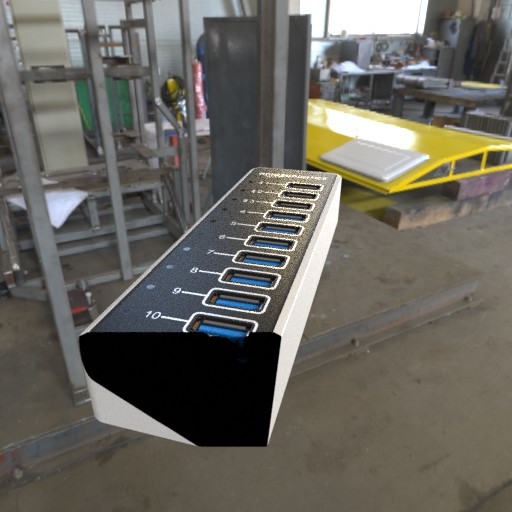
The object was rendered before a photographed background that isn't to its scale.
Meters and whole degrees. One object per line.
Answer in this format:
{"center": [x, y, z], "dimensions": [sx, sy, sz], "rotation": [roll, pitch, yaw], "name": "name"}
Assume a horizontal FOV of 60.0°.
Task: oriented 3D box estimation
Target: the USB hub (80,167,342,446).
{"center": [0.000, 0.000, 0.158], "dimensions": [0.044, 0.023, 0.145], "rotation": [7, 28, 14], "name": "USB hub"}
